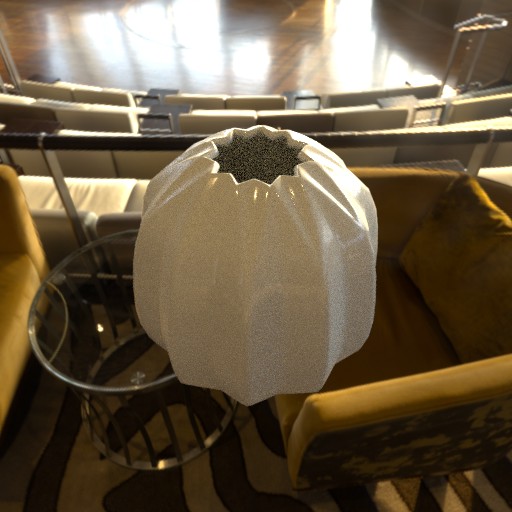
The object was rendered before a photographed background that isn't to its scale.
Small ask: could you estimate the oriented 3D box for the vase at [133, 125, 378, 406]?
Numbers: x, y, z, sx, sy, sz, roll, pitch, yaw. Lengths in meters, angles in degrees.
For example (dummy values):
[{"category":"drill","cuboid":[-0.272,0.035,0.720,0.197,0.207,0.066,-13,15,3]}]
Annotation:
[{"category":"vase","cuboid":[0.000,0.000,0.249,0.139,0.134,0.139,0,45,0]}]
